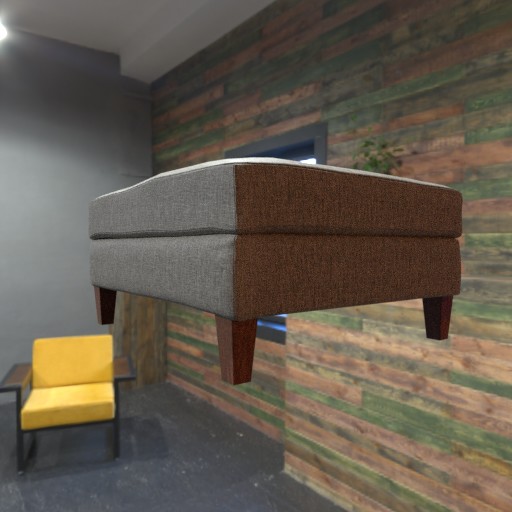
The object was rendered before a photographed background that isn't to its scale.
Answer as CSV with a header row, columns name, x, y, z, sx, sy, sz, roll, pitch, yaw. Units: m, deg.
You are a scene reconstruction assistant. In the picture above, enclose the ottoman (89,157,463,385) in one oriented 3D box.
name,x,y,z,sx,sy,sz,roll,pitch,yaw
ottoman,0.000,0.000,1.467,0.839,0.492,0.994,-1,1,-36
